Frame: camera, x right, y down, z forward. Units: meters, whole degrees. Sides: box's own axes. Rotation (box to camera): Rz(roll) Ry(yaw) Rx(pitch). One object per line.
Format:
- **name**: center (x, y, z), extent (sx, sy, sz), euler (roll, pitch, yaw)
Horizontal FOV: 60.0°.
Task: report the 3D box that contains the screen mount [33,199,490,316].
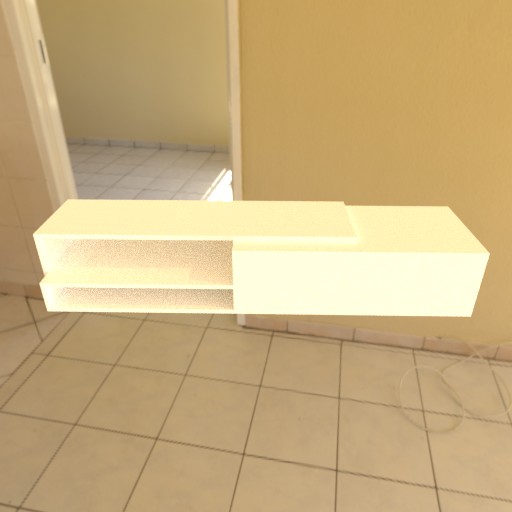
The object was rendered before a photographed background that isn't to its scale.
- **screen mount**: center (0.000, 0.000, 1.851), extent (1.680, 0.320, 0.420), euler (1, 30, 1)
